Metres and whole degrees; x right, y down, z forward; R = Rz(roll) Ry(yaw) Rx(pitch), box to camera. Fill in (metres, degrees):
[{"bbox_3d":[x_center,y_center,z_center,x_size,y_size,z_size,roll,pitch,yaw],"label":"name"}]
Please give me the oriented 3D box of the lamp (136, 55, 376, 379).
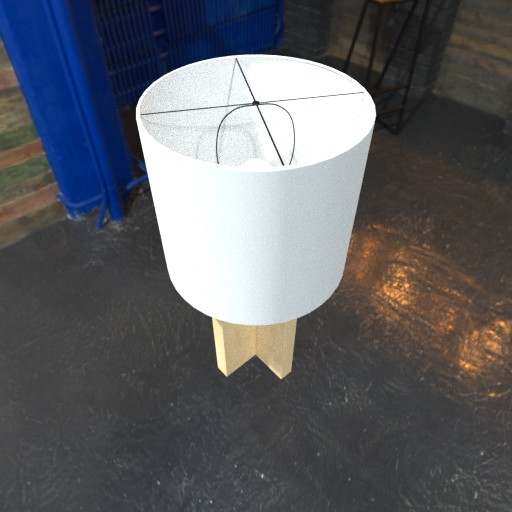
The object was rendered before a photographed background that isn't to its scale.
[{"bbox_3d":[0.000,0.000,0.581,0.229,0.428,0.229,-33,54,-28],"label":"lamp"}]
